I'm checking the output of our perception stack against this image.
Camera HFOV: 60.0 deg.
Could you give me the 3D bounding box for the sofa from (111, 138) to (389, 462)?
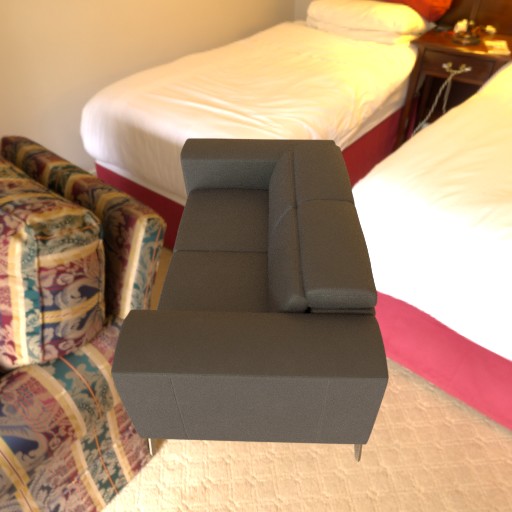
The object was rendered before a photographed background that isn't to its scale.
[{"bbox_3d":[0.000,0.000,2.403,1.003,0.779,1.895,1,40,1],"label":"sofa"}]
